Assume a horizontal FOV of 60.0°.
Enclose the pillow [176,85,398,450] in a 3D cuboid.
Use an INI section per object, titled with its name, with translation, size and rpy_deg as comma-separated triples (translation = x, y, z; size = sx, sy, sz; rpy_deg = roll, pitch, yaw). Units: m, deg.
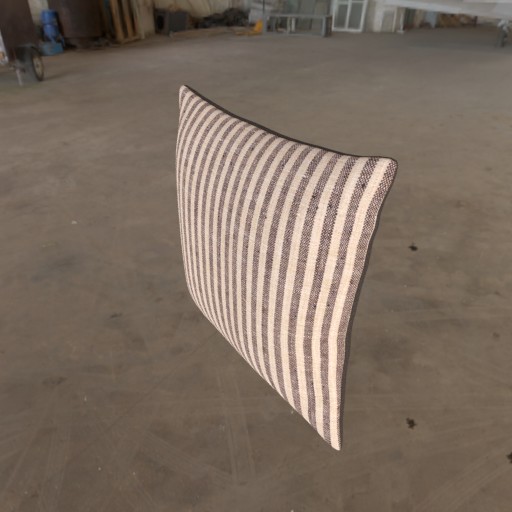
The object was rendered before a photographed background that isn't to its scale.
[pillow]
translation = 0.000, 0.000, 0.793
size = 0.166, 0.506, 0.523
rpy_deg = -20, 37, -29
